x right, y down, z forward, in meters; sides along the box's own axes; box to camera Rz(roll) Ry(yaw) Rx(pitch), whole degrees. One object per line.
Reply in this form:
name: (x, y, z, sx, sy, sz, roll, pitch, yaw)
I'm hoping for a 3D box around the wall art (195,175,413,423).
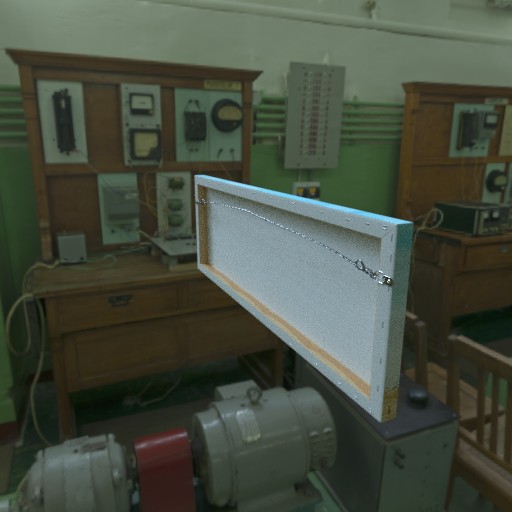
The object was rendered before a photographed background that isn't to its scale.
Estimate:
wall art: (0.000, 0.000, 0.853, 0.044, 0.254, 0.759, -7, 16, -24)
